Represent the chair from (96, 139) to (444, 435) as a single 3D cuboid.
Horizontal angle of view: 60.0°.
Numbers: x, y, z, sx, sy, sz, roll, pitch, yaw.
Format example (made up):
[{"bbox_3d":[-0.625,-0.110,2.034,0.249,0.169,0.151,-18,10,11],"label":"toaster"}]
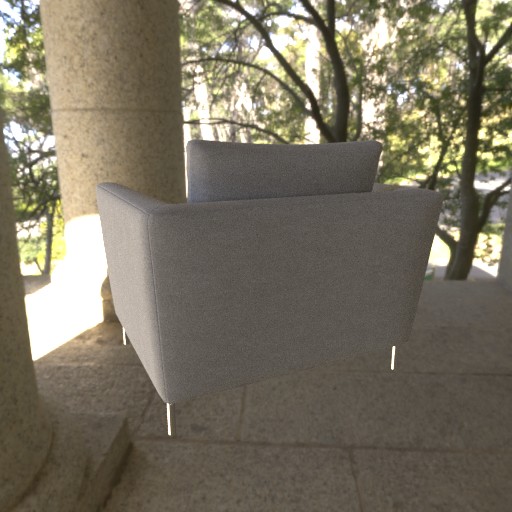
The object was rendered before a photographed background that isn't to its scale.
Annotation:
[{"bbox_3d":[0.000,0.000,1.710,1.041,0.864,0.889,-7,16,-26],"label":"chair"}]
